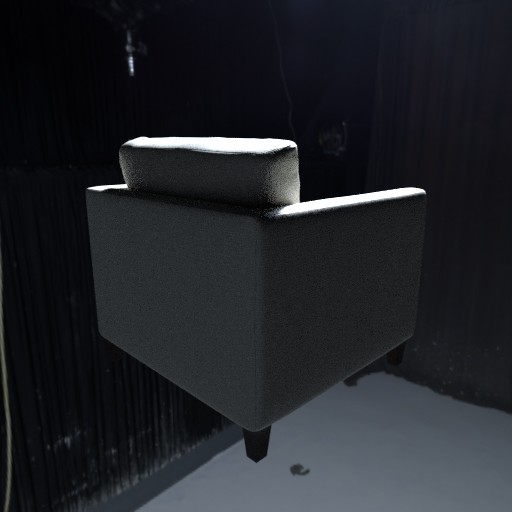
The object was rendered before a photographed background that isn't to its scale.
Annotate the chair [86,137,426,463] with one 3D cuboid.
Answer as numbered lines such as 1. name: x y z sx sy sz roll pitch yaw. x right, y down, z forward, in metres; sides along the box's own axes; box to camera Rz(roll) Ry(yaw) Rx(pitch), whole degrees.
1. chair: 0.000 0.000 1.772 0.959 0.919 0.996 -14 20 -43
